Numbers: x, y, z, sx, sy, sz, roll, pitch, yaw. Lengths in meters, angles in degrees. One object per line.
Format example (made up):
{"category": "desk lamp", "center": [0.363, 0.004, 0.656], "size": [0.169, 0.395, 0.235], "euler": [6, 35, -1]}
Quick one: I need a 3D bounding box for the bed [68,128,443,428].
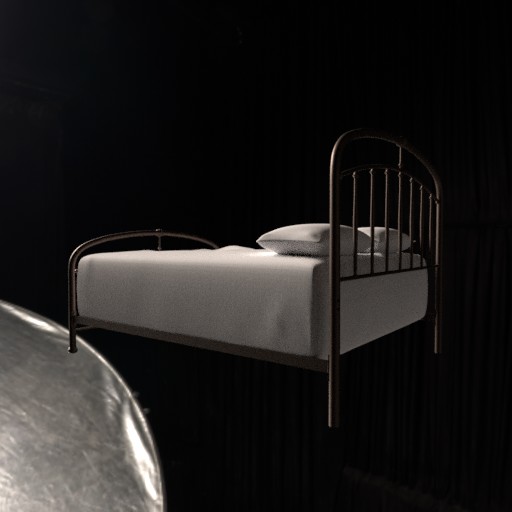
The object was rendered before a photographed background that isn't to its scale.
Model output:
{"category": "bed", "center": [0.000, 0.000, 3.231], "size": [2.180, 1.425, 1.711], "euler": [1, 2, 37]}
